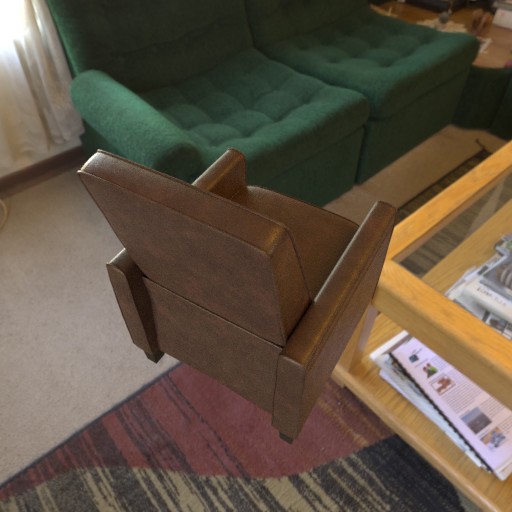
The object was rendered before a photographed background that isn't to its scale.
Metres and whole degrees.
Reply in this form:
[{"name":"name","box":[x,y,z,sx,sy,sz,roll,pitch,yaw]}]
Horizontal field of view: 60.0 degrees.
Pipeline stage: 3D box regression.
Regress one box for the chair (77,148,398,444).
[{"name":"chair","box":[0.000,0.000,1.471,0.705,1.013,0.746,24,51,21]}]
